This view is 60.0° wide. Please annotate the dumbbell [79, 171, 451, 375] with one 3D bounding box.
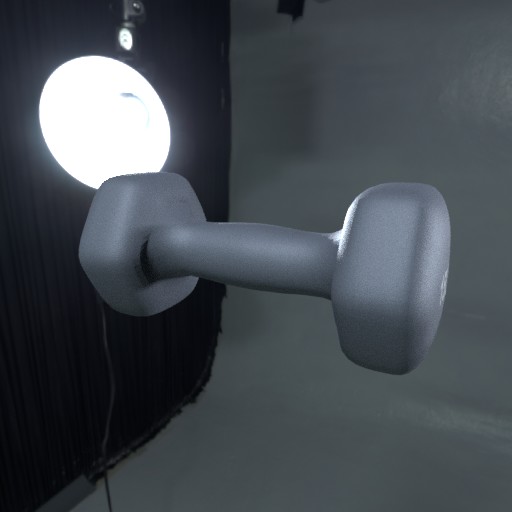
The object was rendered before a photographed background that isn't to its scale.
[{"bbox_3d":[0.000,0.000,0.301,0.240,0.105,0.116,8,17,26],"label":"dumbbell"}]
